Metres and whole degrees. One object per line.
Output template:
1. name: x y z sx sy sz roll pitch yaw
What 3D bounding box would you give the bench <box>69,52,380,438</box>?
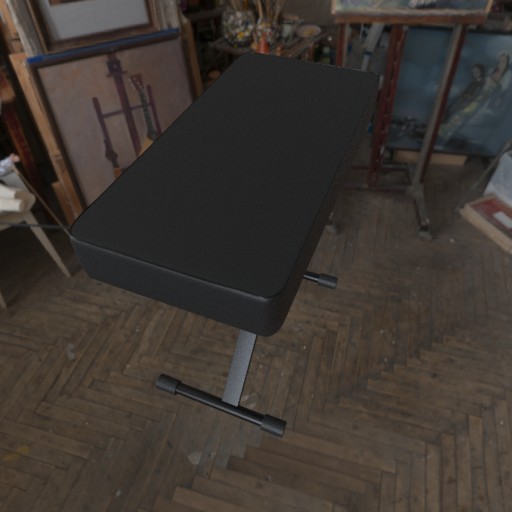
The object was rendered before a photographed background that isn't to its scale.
1. bench: 0.000 0.000 0.914 0.300 0.561 0.600 16 49 15
